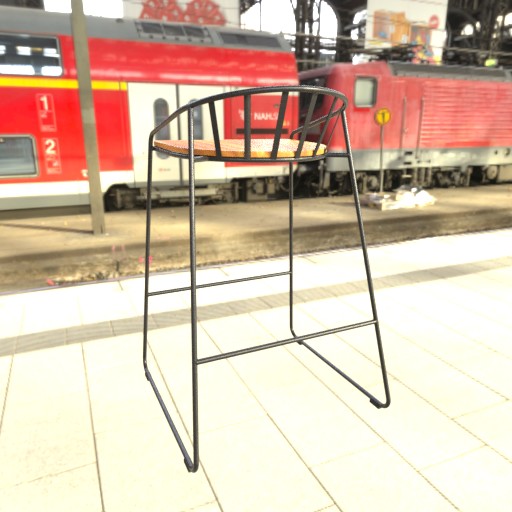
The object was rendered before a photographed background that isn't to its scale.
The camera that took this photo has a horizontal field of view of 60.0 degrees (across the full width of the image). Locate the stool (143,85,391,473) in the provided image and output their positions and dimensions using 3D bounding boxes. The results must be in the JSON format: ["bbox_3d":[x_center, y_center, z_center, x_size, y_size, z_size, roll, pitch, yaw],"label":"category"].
[{"bbox_3d":[0.000,0.000,1.174,0.546,0.812,0.521,-8,18,-25],"label":"stool"}]
